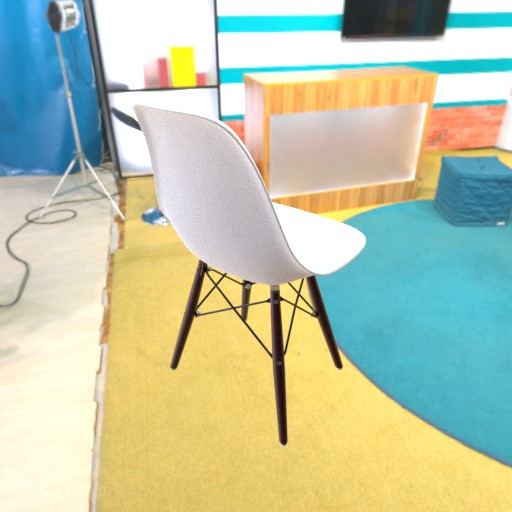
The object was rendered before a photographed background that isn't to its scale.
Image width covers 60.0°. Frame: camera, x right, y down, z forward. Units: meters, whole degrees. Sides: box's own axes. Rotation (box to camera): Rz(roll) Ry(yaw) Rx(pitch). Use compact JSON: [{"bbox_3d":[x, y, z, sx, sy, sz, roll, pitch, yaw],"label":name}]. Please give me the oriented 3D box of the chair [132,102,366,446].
[{"bbox_3d":[0.000,0.000,1.139,0.470,0.826,0.533,21,36,32],"label":"chair"}]
